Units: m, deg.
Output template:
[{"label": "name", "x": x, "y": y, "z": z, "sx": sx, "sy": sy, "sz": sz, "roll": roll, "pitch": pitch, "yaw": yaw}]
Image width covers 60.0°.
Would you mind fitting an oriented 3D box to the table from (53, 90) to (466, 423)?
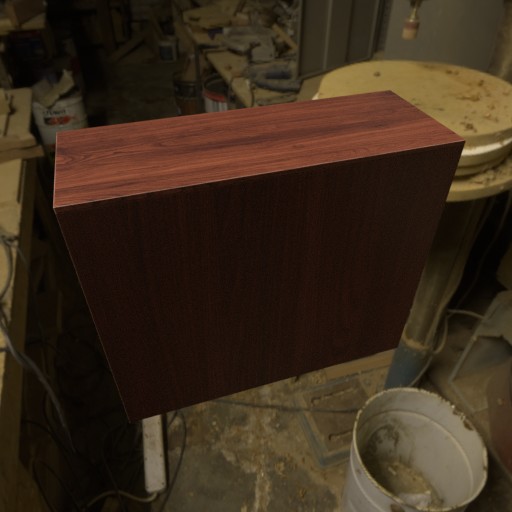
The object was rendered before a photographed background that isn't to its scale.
[{"label": "table", "x": 0.000, "y": 0.000, "z": 1.339, "sx": 0.930, "sy": 0.790, "sz": 0.380, "roll": -12, "pitch": 42, "yaw": -14}]
